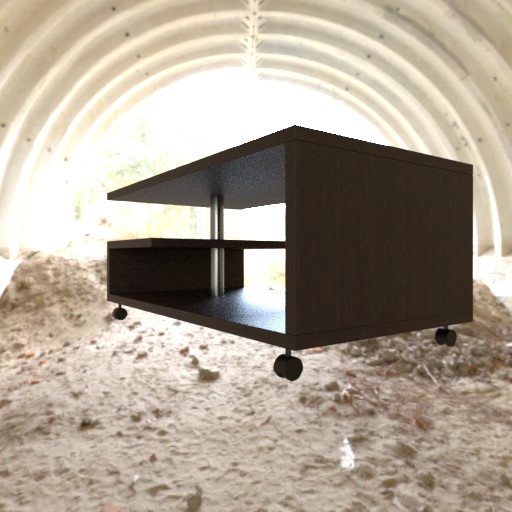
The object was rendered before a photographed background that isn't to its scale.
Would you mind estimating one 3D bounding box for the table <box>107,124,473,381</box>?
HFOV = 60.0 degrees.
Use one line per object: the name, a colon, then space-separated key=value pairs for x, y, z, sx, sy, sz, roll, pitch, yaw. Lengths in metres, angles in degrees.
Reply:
table: x=0.000 y=0.000 z=1.368 sx=0.590 sy=0.460 sz=1.050 roll=0 pitch=0 yaw=-36
